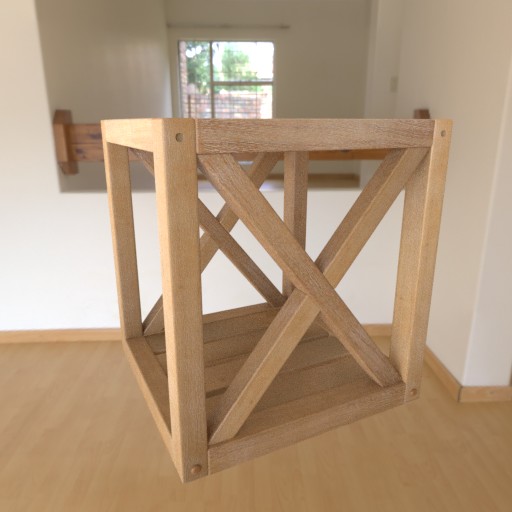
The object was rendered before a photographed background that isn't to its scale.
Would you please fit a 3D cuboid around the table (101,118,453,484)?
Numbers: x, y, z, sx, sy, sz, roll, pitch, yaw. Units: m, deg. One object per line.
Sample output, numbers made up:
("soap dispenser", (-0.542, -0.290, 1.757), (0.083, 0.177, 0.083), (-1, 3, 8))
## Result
("table", (0.000, 0.000, 1.034), (0.559, 0.610, 0.558), (-8, 19, -26))
